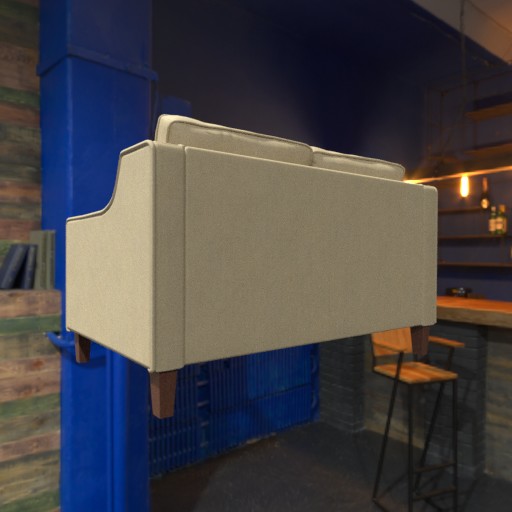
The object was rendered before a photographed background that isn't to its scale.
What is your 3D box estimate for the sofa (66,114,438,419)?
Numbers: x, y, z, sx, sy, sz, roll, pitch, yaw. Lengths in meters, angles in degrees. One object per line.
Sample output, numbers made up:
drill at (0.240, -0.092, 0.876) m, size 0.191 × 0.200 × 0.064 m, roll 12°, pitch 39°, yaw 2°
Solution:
sofa at (0.000, 0.000, 2.120) m, size 1.501 × 0.971 × 0.987 m, roll 0°, pitch 0°, yaw -37°
